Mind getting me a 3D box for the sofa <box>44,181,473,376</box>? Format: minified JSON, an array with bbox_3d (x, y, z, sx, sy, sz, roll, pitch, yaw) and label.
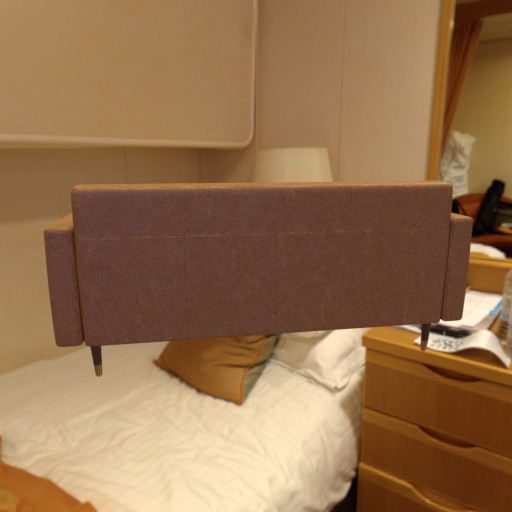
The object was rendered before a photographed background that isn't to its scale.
[{"bbox_3d":[0.000,0.000,2.356,1.847,0.821,0.993,-2,13,-9],"label":"sofa"}]
